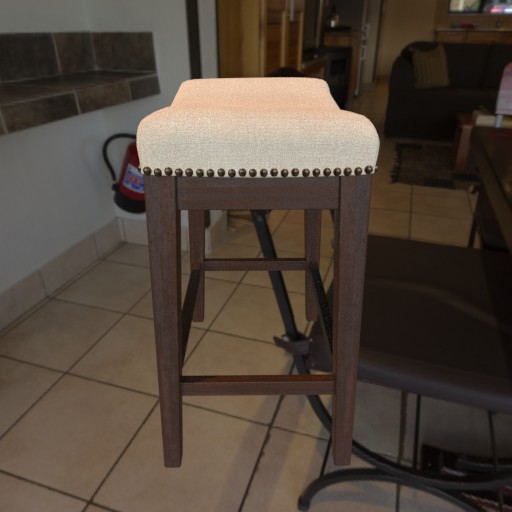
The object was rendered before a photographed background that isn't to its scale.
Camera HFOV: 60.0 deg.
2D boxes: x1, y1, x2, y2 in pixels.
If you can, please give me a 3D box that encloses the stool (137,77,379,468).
[{"bbox_3d":[0.000,0.000,0.936,0.363,0.669,0.509,0,28,-1],"label":"stool"}]
